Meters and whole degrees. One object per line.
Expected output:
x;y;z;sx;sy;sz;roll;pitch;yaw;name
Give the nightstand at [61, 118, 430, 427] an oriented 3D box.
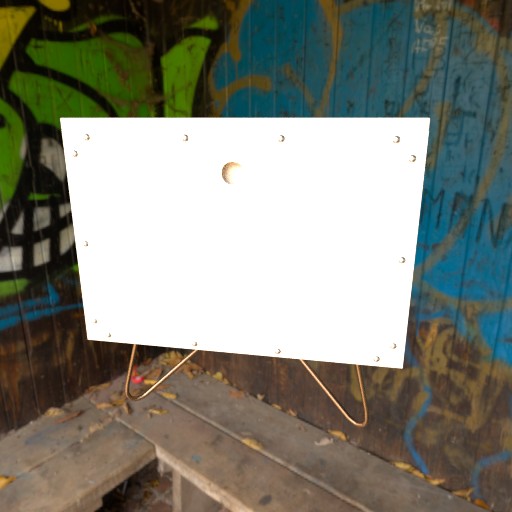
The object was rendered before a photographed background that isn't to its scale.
0.000;0.000;1.017;0.614;0.604;0.447;3;17;10;nightstand
